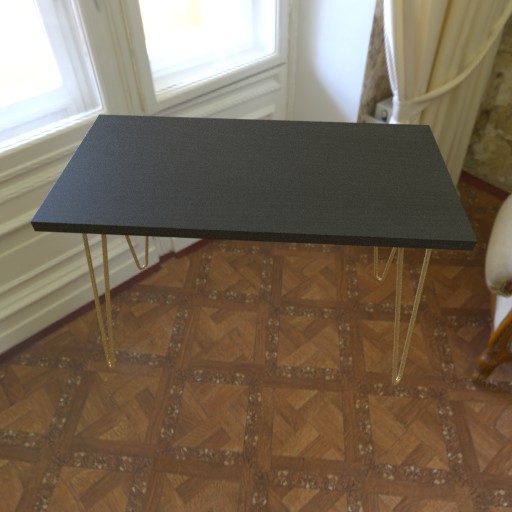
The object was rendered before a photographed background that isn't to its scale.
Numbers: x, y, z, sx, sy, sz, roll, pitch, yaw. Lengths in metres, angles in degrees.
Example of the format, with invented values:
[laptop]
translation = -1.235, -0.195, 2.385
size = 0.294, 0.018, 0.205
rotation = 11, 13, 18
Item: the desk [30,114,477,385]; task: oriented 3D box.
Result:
[desk]
translation = 0.000, 0.000, 1.389
size = 0.991, 0.660, 0.499
rotation = 3, 45, 3
